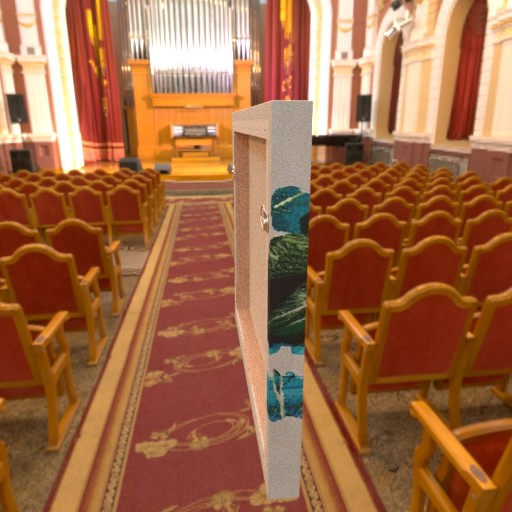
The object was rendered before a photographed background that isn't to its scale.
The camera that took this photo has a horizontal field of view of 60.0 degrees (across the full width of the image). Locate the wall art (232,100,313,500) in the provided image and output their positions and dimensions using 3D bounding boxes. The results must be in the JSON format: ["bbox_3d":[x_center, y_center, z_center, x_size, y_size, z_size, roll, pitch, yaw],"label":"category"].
[{"bbox_3d":[0.000,0.000,0.690,0.041,0.435,0.507,-2,17,-7],"label":"wall art"}]
